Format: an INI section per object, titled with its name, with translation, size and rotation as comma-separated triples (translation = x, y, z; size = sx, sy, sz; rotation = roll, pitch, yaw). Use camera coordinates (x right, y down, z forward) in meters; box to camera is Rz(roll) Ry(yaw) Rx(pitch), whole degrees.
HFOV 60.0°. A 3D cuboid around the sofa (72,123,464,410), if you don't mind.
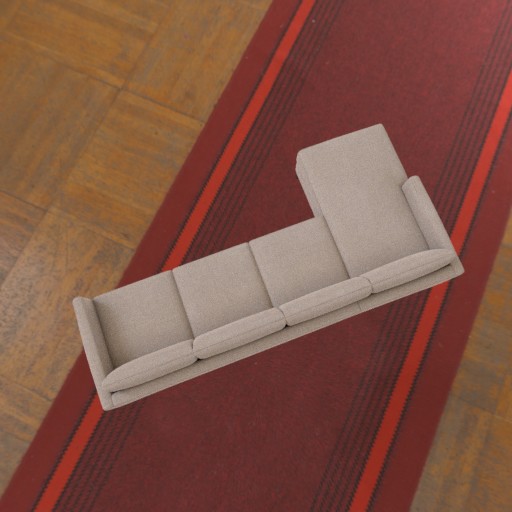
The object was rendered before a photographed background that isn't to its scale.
[sofa]
translation = 0.000, 0.000, 3.633
size = 2.923, 0.816, 1.469
rotation = -20, 77, -5
